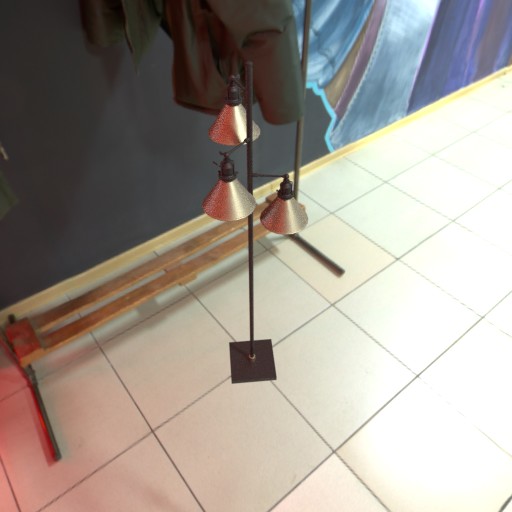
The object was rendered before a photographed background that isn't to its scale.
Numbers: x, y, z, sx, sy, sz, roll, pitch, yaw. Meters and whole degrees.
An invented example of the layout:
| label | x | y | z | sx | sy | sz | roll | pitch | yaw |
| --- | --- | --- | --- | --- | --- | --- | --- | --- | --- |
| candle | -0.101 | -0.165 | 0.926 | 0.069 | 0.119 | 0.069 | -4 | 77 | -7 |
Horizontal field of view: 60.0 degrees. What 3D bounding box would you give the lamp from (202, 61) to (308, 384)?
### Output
| label | x | y | z | sx | sy | sz | roll | pitch | yaw |
| --- | --- | --- | --- | --- | --- | --- | --- | --- | --- |
| lamp | 0.000 | 0.000 | 1.978 | 0.415 | 1.716 | 0.428 | -4 | 45 | -4 |
